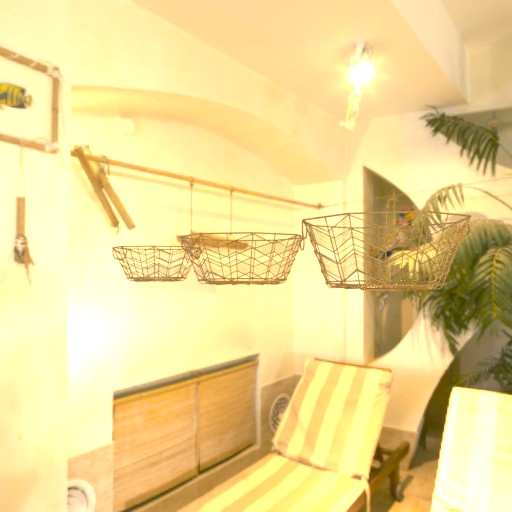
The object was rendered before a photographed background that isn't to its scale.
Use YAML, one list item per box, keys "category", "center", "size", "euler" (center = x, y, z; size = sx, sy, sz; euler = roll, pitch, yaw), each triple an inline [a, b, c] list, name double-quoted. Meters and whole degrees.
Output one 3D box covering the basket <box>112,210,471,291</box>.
- category: "basket"
  center: [0.000, 0.000, 1.403]
  size: [1.245, 0.178, 0.432]
  euler: [-1, -1, 35]
